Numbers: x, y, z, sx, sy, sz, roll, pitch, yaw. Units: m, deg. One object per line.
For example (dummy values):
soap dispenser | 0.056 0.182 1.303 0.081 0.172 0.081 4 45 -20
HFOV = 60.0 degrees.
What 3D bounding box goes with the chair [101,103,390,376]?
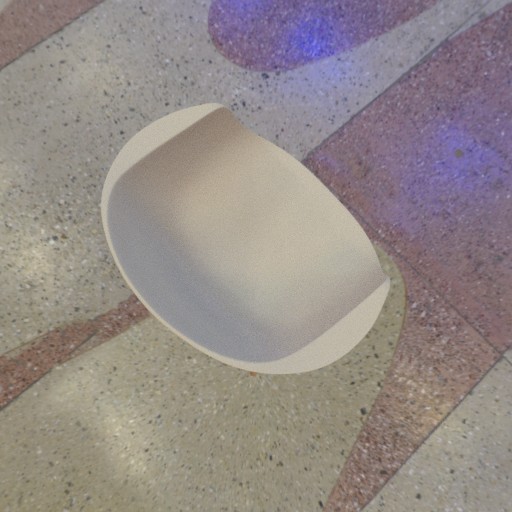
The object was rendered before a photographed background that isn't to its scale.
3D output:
chair | 0.000 0.000 1.134 0.504 0.781 0.593 -40 80 -9
